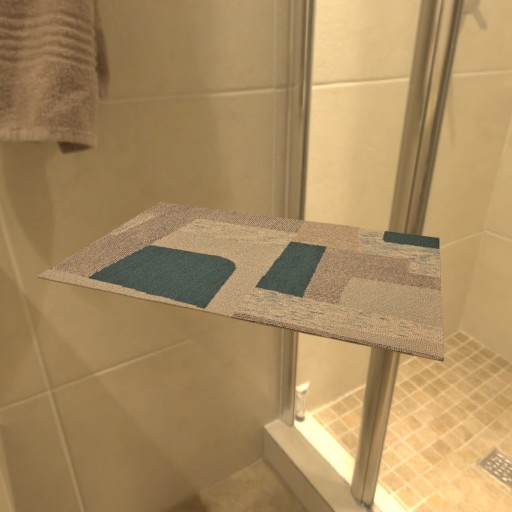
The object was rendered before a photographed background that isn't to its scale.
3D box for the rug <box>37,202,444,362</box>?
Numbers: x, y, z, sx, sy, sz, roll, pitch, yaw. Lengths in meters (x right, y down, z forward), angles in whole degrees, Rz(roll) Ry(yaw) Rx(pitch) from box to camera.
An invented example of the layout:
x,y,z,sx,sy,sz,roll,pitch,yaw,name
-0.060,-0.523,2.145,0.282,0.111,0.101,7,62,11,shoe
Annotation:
x,y,z,sx,sy,sz,roll,pitch,yaw,name
0.000,0.000,3.105,2.436,0.015,1.521,9,28,18,rug
